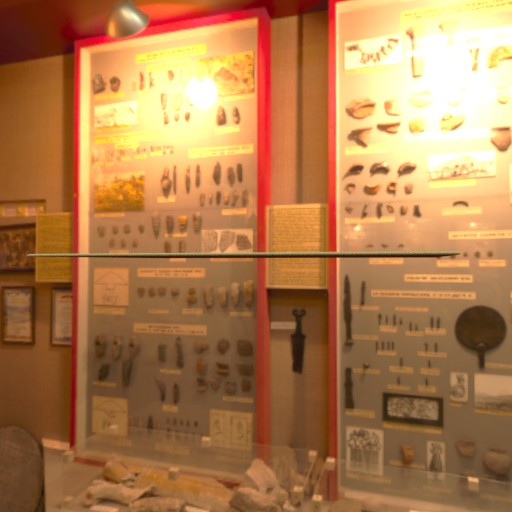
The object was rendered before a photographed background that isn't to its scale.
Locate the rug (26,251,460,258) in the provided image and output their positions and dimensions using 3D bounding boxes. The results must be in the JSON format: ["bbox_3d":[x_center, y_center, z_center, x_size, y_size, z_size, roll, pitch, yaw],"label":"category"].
[{"bbox_3d":[0.000,0.000,3.474,2.746,0.018,1.819,0,-1,19],"label":"rug"}]
